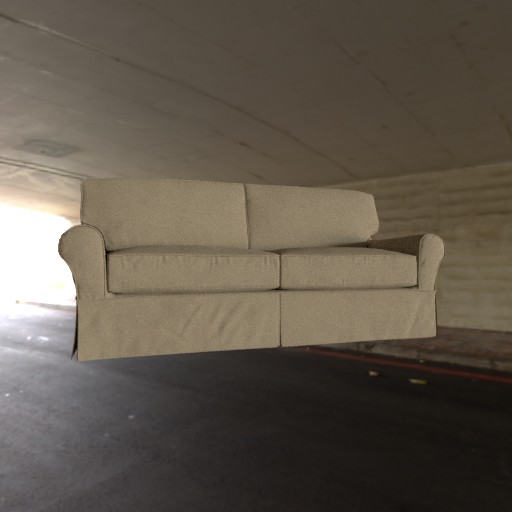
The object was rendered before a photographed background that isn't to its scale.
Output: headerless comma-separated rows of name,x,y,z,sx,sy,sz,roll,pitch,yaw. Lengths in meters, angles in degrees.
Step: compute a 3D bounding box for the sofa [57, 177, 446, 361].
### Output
sofa,0.000,0.000,2.816,2.246,1.014,0.900,0,-1,-19
